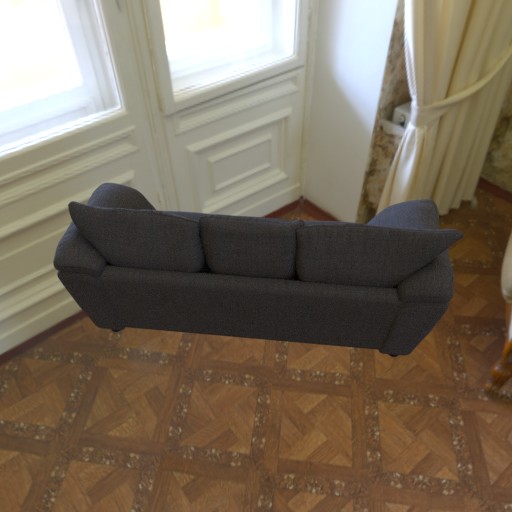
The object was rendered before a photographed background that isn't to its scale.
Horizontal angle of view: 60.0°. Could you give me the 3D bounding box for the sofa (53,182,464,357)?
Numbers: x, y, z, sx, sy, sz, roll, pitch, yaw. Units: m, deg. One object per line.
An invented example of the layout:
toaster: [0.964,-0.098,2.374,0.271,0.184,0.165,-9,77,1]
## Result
sofa: [0.000,0.000,2.902,2.336,1.080,0.883,4,45,4]
